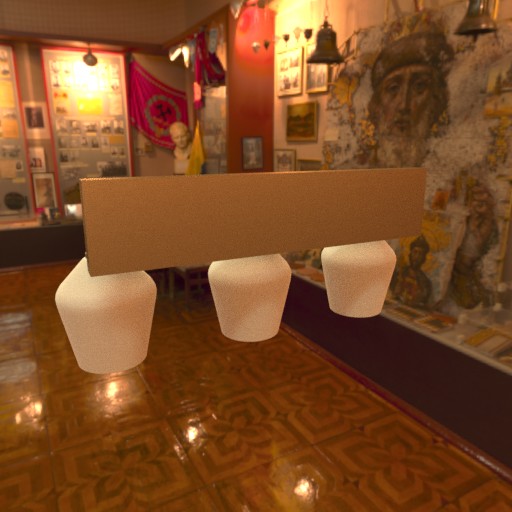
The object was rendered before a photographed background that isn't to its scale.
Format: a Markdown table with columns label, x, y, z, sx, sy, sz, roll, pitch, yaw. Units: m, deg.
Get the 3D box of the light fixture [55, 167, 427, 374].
| label | x | y | z | sx | sy | sz | roll | pitch | yaw |
| --- | --- | --- | --- | --- | --- | --- | --- | --- | --- |
| light fixture | 0.000 | 0.000 | 0.728 | 0.609 | 0.280 | 0.190 | -7 | 16 | -26 |
